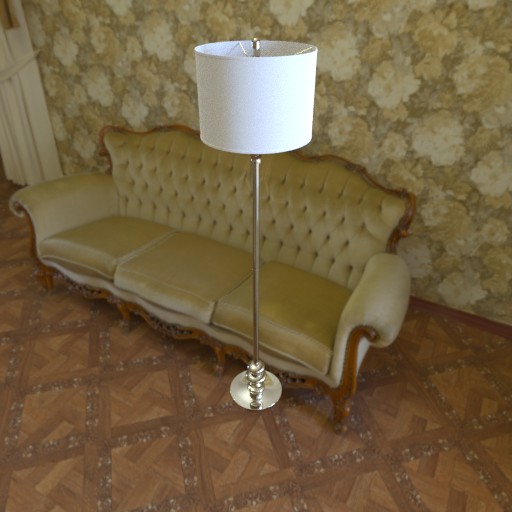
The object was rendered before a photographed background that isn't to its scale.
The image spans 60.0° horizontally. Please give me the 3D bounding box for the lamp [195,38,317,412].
[{"bbox_3d":[0.000,0.000,1.675,0.356,1.487,0.356,-9,33,-14],"label":"lamp"}]
